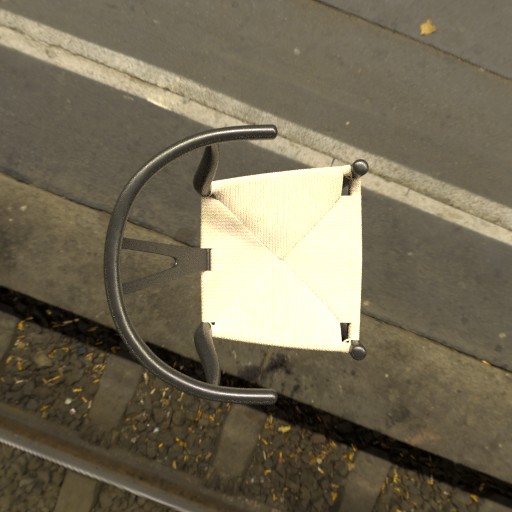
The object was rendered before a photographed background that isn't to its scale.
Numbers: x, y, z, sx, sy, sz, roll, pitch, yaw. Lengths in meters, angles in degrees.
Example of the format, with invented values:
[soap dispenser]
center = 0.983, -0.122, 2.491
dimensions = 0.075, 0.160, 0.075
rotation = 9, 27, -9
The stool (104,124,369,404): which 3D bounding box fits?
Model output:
[stool]
center = 0.000, 0.000, 1.379
dimensions = 0.579, 1.072, 0.569
rotation = 0, 93, 1
